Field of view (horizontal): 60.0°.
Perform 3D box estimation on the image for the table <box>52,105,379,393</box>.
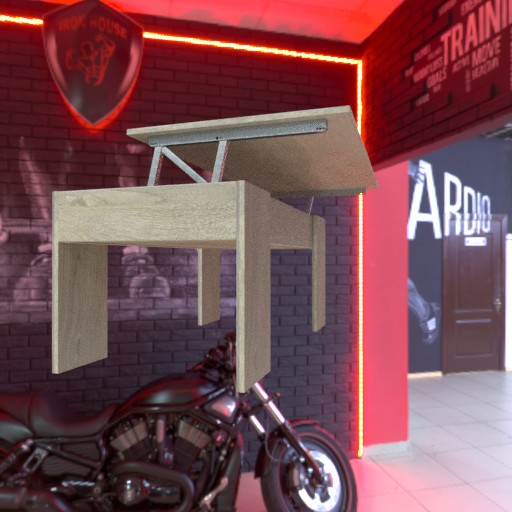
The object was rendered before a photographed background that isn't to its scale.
[{"bbox_3d":[0.000,0.000,1.429,0.711,0.570,1.000,0,0,18],"label":"table"}]
